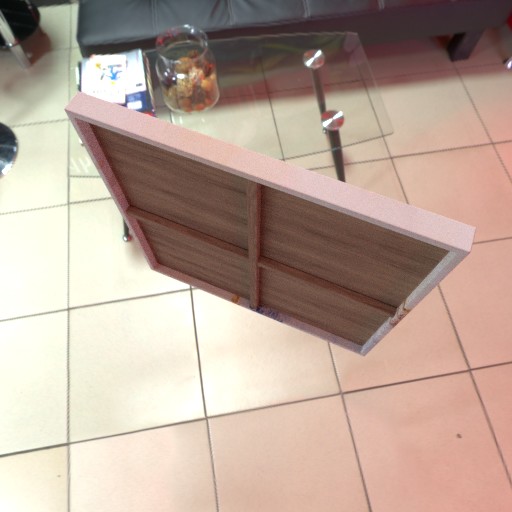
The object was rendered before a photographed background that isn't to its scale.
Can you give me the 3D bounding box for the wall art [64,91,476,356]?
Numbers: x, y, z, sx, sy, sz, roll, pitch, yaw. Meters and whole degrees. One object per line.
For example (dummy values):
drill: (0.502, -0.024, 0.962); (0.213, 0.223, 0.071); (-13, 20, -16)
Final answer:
wall art: (0.000, 0.000, 1.560); (1.061, 1.061, 0.071); (21, 67, 10)
